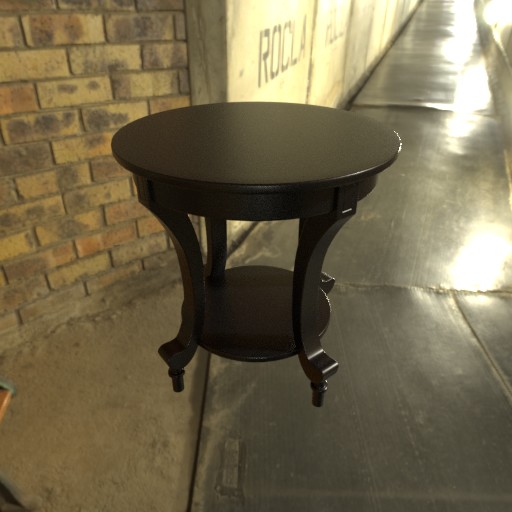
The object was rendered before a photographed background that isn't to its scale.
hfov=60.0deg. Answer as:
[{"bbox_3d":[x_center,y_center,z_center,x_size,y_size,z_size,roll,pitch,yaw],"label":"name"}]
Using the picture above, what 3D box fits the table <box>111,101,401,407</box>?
[{"bbox_3d":[0.000,0.000,1.103,0.597,0.618,0.597,0,31,0],"label":"table"}]
